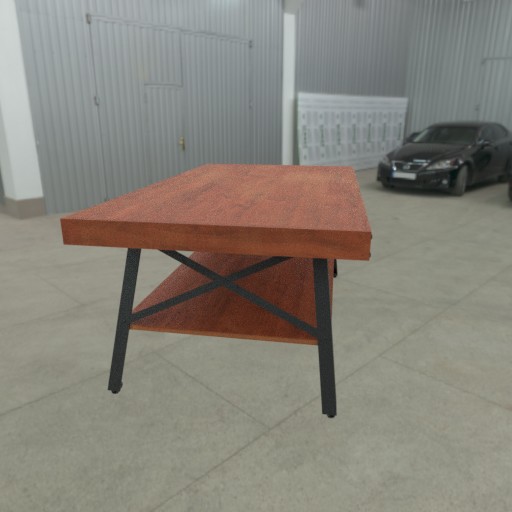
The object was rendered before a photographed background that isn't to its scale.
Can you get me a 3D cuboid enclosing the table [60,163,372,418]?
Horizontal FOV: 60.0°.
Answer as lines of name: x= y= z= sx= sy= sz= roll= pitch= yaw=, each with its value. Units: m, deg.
table: x=0.000 y=0.000 z=1.404 sx=0.610 sy=0.457 sz=1.067 roll=3 pitch=18 yaw=10
